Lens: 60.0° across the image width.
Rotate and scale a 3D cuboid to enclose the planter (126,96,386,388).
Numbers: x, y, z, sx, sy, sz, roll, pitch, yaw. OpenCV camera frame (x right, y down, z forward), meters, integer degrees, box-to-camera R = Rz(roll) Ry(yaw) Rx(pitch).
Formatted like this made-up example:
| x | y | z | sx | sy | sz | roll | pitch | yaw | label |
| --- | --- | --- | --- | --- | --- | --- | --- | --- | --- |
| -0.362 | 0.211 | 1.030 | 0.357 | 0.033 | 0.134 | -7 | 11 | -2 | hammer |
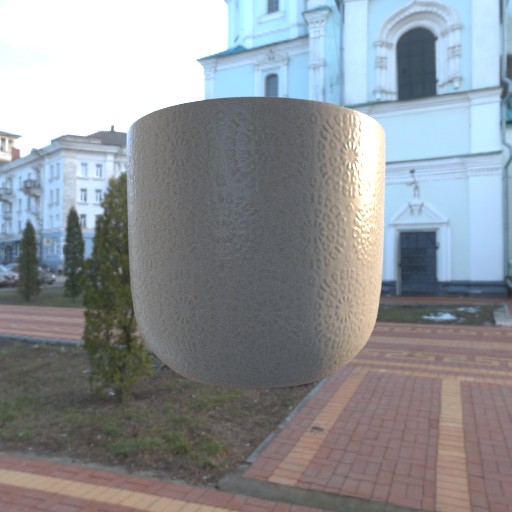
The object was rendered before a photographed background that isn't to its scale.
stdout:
| x | y | z | sx | sy | sz | roll | pitch | yaw | label |
| --- | --- | --- | --- | --- | --- | --- | --- | --- | --- |
| 0.000 | 0.000 | 0.369 | 0.208 | 0.190 | 0.208 | 0 | -1 | 0 | planter |
